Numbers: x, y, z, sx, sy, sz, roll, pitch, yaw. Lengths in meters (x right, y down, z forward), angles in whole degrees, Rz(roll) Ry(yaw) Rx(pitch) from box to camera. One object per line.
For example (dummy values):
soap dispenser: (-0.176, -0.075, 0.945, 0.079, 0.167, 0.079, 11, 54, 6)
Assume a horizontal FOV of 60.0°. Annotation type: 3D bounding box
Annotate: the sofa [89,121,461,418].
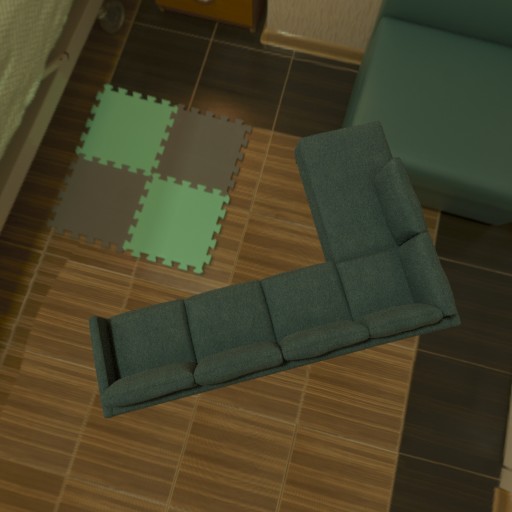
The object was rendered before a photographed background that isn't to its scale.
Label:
sofa: (0.000, 0.000, 3.873, 2.949, 0.815, 2.007, -14, 76, -3)
